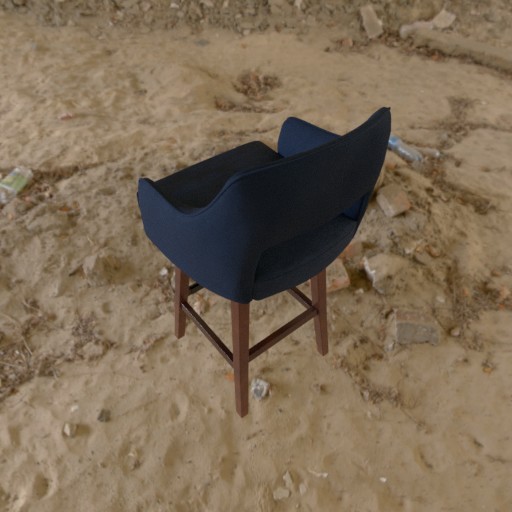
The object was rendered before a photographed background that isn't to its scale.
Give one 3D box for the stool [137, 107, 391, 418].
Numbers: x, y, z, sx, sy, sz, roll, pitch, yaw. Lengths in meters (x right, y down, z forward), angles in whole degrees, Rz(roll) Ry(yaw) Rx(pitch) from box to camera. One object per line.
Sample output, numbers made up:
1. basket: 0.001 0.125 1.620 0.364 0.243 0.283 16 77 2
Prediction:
1. stool: 0.000 0.000 1.355 0.550 1.041 0.560 -30 52 -26
